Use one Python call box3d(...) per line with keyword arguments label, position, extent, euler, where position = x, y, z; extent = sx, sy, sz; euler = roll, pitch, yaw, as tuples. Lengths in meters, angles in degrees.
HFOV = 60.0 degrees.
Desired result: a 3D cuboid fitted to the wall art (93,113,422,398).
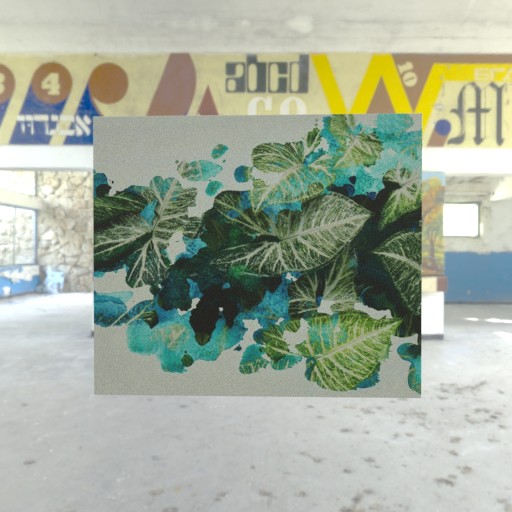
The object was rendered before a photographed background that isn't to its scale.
box3d(label="wall art", position=(0.000, 0.000, 0.980), extent=(0.711, 0.610, 0.043), euler=(0, 1, 2))
